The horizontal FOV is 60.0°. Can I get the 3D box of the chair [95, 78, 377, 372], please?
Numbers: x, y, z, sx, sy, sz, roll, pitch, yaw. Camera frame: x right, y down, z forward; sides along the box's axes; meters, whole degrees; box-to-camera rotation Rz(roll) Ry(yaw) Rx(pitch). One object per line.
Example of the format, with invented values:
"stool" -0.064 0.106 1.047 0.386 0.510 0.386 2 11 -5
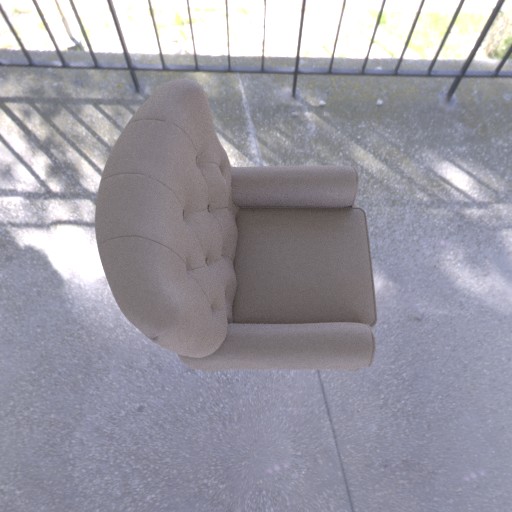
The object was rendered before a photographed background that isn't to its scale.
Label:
"chair" 0.000 0.000 1.904 1.041 1.138 0.999 1 66 0
